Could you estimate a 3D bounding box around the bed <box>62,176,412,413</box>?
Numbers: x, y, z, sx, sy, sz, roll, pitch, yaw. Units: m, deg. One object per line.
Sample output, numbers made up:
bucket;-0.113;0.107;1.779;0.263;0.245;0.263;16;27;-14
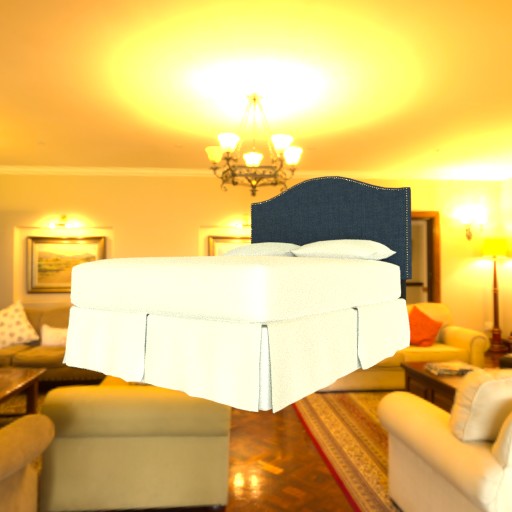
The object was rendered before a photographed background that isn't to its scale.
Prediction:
bed;0.000;0.000;3.316;1.713;1.518;2.153;-1;-2;36
